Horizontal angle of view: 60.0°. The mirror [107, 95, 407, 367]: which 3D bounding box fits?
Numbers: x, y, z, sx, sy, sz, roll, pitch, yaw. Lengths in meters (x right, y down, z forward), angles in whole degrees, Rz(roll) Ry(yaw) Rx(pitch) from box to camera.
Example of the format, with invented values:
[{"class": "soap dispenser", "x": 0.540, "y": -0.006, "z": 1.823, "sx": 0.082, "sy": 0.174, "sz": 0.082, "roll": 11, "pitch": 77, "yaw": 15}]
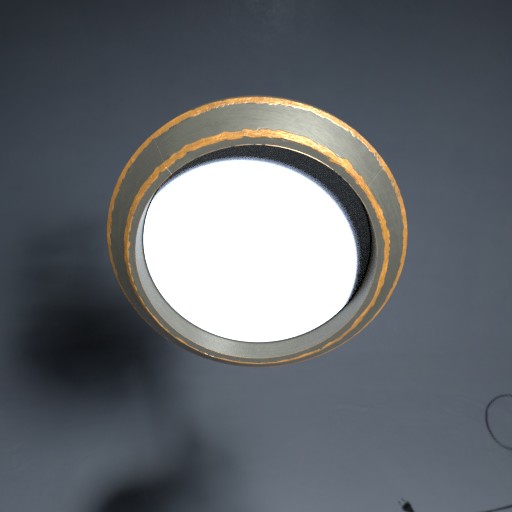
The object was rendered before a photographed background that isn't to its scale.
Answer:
[{"class": "mirror", "x": 0.000, "y": 0.000, "z": 1.339, "sx": 0.907, "sy": 0.907, "sz": 0.111, "roll": 1, "pitch": 28, "yaw": 1}]
